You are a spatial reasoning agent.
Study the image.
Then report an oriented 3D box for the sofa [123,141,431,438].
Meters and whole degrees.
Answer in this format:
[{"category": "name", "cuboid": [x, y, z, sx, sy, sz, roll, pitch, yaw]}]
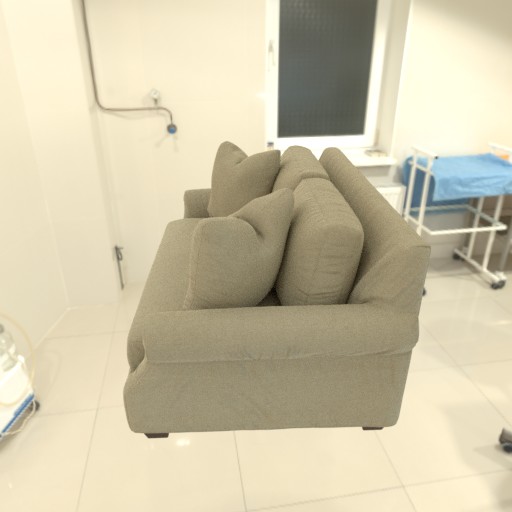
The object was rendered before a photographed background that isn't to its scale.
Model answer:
[{"category": "sofa", "cuboid": [0.000, 0.000, 2.163, 1.070, 0.905, 1.550, -1, 26, -2]}]
